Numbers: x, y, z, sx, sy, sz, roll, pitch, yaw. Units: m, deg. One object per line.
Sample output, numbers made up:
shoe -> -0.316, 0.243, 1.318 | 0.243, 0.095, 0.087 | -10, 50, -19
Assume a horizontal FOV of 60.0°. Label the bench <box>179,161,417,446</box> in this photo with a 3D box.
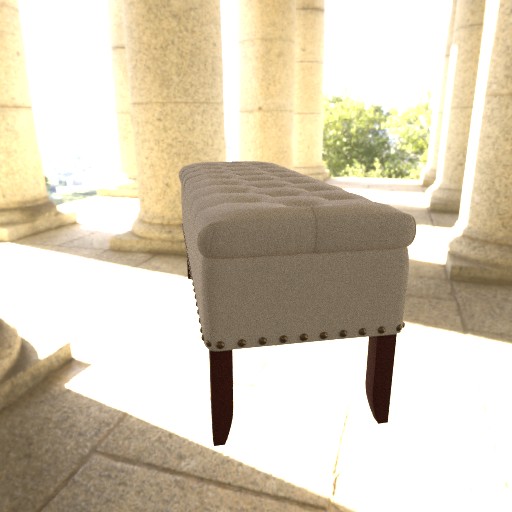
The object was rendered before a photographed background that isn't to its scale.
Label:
bench -> 0.000, 0.000, 1.303 | 0.400, 0.470, 1.054 | -3, 17, -11
